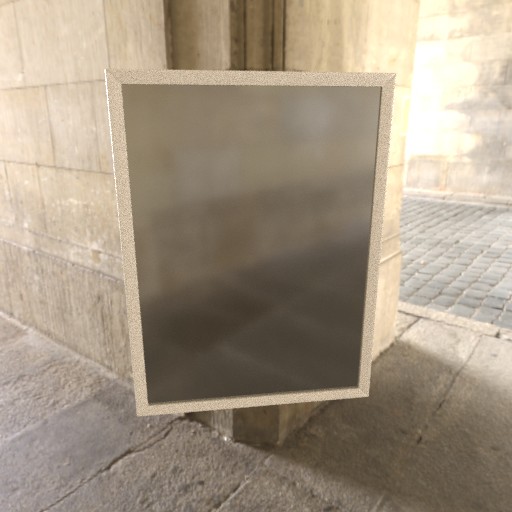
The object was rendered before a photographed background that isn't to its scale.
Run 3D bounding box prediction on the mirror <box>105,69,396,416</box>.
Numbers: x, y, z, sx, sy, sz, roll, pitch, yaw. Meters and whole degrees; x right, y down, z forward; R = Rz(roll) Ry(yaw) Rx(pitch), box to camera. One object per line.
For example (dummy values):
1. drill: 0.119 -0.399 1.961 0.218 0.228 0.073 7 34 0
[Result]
1. mirror: 0.000 0.000 1.317 0.762 1.016 0.040 -2 17 -8
